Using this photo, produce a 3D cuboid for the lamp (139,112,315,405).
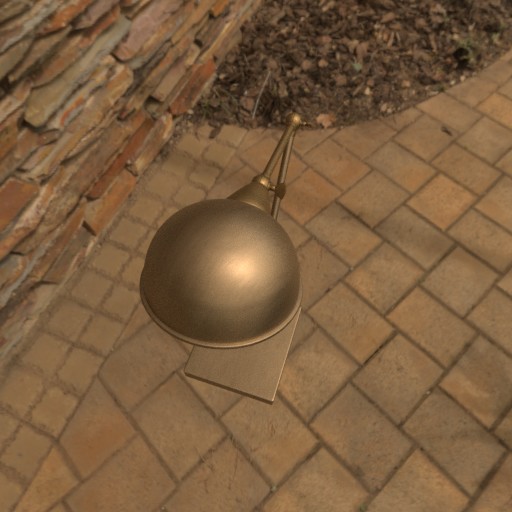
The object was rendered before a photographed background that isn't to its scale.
[{"bbox_3d":[0.000,0.000,0.550,0.149,0.371,0.339,16,60,9],"label":"lamp"}]
